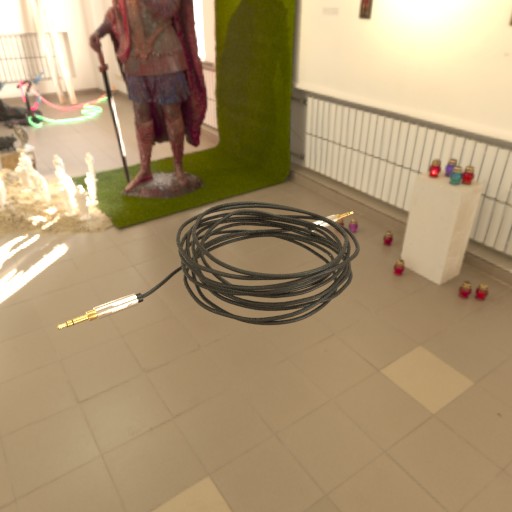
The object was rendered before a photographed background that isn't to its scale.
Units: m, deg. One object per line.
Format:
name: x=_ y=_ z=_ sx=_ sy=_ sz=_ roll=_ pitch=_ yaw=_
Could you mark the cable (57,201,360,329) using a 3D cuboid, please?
cable: x=0.000 y=0.000 z=0.508 sx=0.432 sy=0.069 sz=0.198 roll=-20 pitch=37 yaw=-30
